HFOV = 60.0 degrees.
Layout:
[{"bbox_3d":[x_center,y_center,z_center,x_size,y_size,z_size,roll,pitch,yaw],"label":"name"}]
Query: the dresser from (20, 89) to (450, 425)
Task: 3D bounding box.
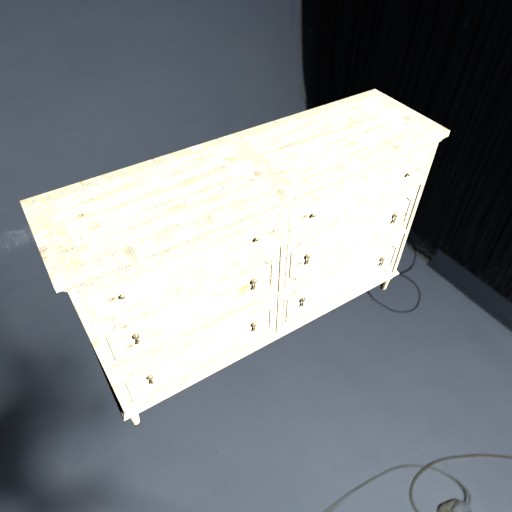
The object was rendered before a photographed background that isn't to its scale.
[{"bbox_3d":[0.000,0.000,2.047,1.626,1.016,0.457,-24,50,-22],"label":"dresser"}]
